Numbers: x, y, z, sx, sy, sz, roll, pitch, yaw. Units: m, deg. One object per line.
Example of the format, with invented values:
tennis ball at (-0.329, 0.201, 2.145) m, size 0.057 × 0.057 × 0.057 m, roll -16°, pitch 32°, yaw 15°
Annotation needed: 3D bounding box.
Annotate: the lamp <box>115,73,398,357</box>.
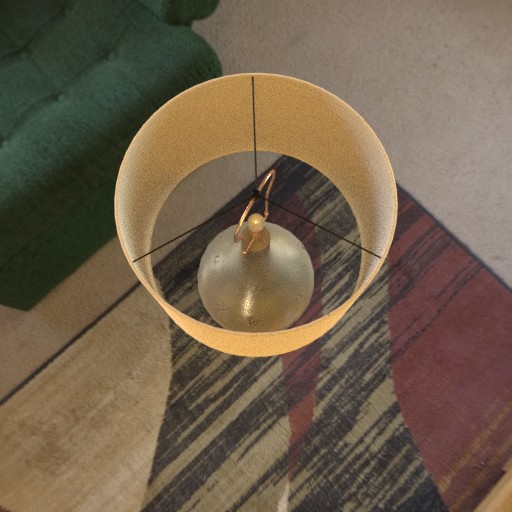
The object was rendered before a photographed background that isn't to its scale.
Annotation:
lamp at (0.000, 0.000, 0.732) m, size 0.330 × 0.521 × 0.330 m, roll 0°, pitch 75°, yaw 0°
